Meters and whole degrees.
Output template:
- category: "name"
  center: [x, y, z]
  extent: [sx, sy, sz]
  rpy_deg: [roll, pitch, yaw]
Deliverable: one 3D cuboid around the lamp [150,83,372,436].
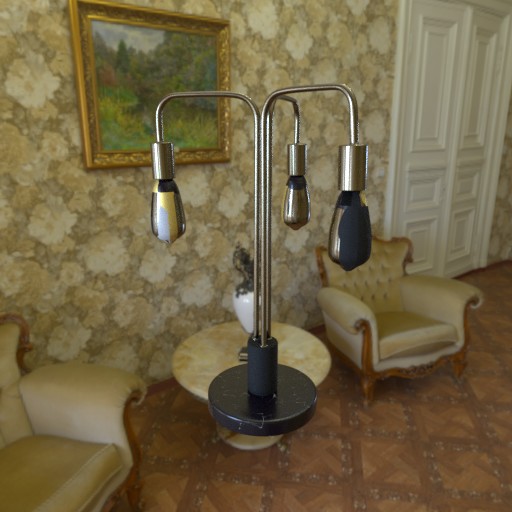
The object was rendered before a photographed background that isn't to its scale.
- category: "lamp"
  center: [0.000, 0.000, 0.803]
  extent: [0.368, 0.560, 0.355]
  rpy_deg: [2, 15, 8]
